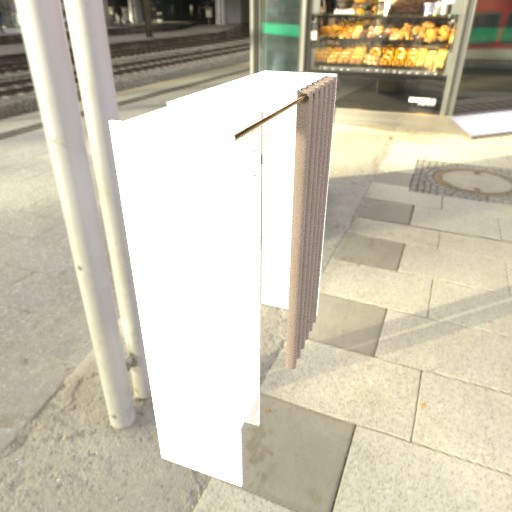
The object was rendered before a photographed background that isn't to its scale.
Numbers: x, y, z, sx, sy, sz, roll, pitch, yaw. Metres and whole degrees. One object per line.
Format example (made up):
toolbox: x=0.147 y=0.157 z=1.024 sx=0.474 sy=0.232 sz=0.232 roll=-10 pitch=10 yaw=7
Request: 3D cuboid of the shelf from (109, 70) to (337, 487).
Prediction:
shelf: x=0.000 y=0.000 z=2.578 sx=0.500 sy=1.820 sz=1.600 roll=11 pitch=31 yaw=18
